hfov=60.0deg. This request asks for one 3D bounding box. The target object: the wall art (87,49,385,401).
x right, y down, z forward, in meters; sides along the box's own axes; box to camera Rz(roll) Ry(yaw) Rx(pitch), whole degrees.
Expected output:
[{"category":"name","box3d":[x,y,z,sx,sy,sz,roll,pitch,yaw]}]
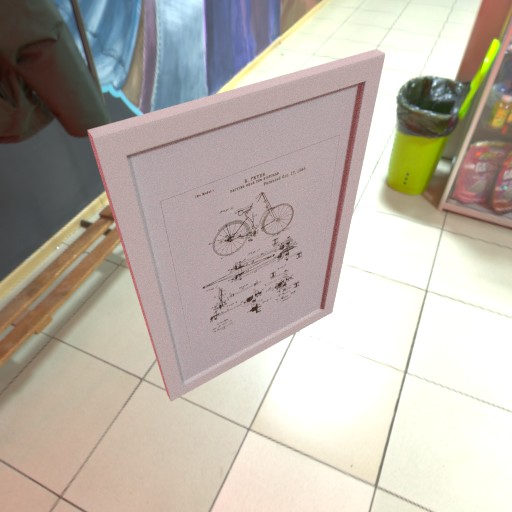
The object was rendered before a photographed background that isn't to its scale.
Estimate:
[{"category":"wall art","box3d":[0.000,0.000,0.606,0.332,0.477,0.015,-24,51,-22]}]
